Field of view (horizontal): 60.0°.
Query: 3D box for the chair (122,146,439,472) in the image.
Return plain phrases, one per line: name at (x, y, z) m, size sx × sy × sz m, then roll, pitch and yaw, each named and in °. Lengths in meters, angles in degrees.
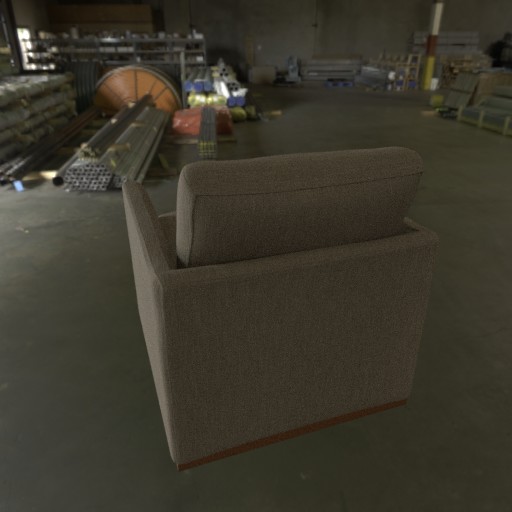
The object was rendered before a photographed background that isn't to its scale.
chair at (0.000, 0.000, 1.466) m, size 0.763 × 0.811 × 0.834 m, roll -9°, pitch 27°, yaw -18°
